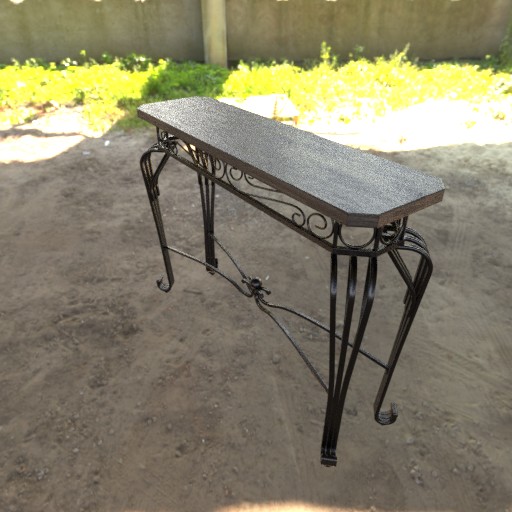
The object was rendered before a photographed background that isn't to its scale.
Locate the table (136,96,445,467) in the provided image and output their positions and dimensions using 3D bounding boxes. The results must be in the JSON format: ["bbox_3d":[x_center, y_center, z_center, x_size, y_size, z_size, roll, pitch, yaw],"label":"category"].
[{"bbox_3d":[0.000,0.000,1.464,0.329,0.800,1.112,-21,38,-30],"label":"table"}]
